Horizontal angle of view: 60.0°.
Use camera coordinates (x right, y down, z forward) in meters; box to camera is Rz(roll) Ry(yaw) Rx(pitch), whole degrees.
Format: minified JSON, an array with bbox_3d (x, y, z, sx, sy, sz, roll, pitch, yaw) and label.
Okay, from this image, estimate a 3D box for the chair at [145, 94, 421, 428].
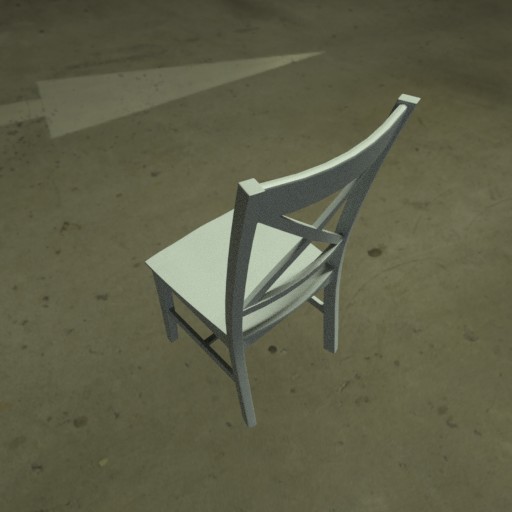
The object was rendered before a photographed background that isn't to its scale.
[{"bbox_3d":[0.000,0.000,1.293,0.485,0.983,0.542,-34,54,-28],"label":"chair"}]
